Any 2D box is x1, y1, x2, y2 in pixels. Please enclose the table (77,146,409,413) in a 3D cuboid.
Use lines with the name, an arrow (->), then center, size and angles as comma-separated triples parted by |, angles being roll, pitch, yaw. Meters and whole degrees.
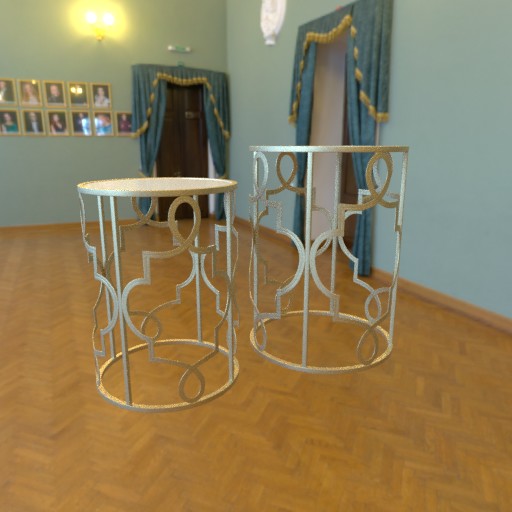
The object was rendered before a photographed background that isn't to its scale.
table -> 0.000, 0.000, 1.174 | 0.846, 0.564, 0.420 | -7, 16, -25
